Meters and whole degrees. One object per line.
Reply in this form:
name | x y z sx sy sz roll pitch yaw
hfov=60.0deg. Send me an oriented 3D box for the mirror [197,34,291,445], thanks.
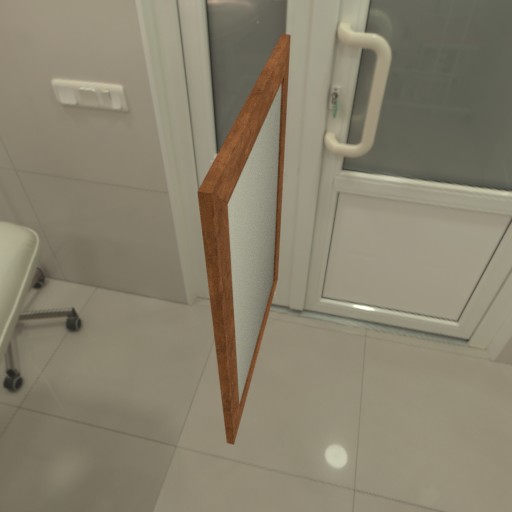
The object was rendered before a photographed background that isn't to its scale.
mirror | 0.000 0.000 1.439 0.028 1.099 0.796 9 46 9
